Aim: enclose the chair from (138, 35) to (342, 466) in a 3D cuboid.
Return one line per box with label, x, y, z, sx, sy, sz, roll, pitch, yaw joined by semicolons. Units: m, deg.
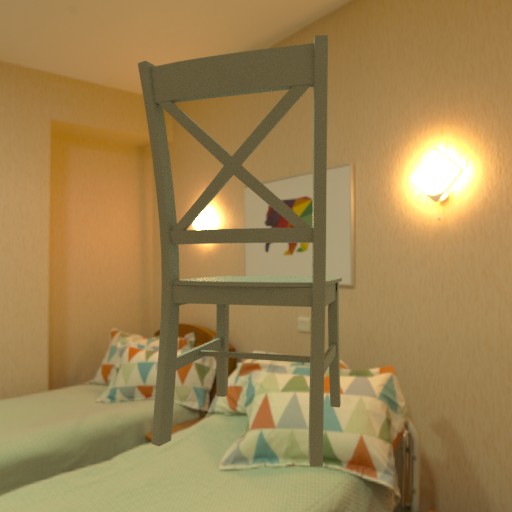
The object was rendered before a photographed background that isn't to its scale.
chair;0.000;0.000;1.293;0.485;0.983;0.542;0;-1;17
